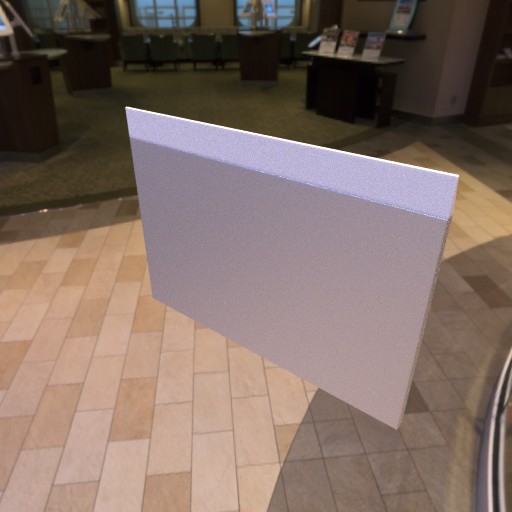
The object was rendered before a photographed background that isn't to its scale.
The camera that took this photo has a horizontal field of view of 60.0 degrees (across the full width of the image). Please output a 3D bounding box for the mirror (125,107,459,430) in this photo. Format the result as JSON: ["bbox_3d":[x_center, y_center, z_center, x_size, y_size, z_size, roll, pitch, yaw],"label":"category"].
[{"bbox_3d":[0.000,0.000,1.132,0.870,0.630,0.030,21,36,32],"label":"mirror"}]
